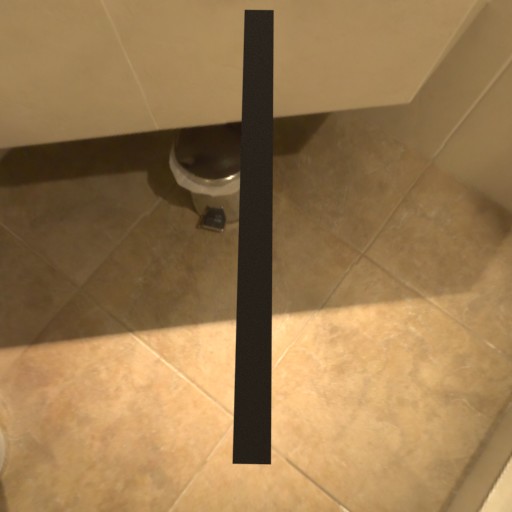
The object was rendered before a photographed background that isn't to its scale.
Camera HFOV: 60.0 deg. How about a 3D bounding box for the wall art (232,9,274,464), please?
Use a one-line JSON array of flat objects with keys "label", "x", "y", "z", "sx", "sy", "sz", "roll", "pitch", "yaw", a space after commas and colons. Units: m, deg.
[{"label": "wall art", "x": 0.000, "y": 0.000, "z": 0.526, "sx": 0.028, "sy": 0.325, "sz": 0.397, "roll": 1, "pitch": 75, "yaw": 0}]
